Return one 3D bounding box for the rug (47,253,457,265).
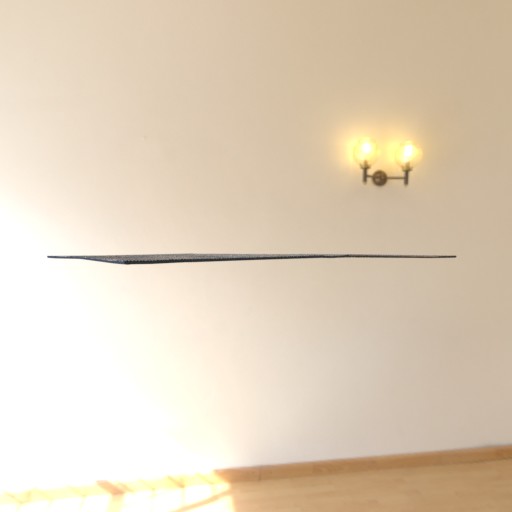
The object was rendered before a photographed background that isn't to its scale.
[{"bbox_3d":[0.000,0.000,2.300,1.793,0.025,1.159,-1,1,-35],"label":"rug"}]
